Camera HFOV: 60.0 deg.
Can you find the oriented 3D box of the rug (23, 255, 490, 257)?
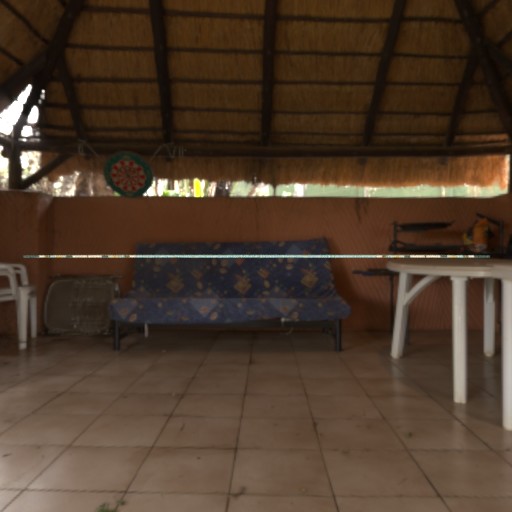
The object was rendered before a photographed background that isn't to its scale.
[{"bbox_3d":[0.000,0.000,2.688,2.441,0.010,0.744,0,0,0],"label":"rug"}]
